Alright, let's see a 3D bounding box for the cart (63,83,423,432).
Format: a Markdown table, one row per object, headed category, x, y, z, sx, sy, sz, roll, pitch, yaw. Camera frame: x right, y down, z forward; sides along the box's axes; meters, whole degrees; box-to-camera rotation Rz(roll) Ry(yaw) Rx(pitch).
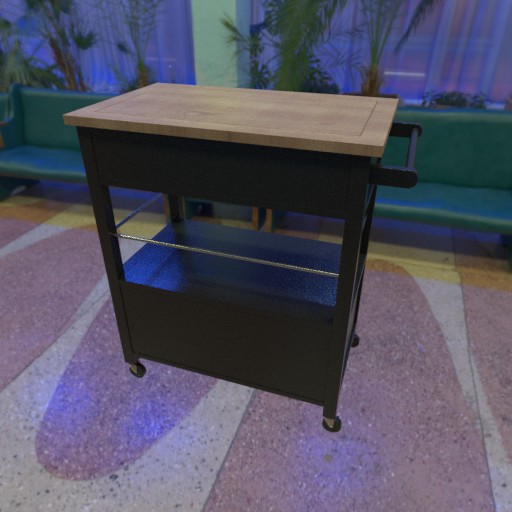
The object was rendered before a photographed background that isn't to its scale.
| category | x | y | z | sx | sy | sz | roll | pitch | yaw |
| --- | --- | --- | --- | --- | --- | --- | --- | --- | --- |
| cart | 0.000 | 0.000 | 1.382 | 0.840 | 0.901 | 0.459 | 10 | 33 | 16 |
